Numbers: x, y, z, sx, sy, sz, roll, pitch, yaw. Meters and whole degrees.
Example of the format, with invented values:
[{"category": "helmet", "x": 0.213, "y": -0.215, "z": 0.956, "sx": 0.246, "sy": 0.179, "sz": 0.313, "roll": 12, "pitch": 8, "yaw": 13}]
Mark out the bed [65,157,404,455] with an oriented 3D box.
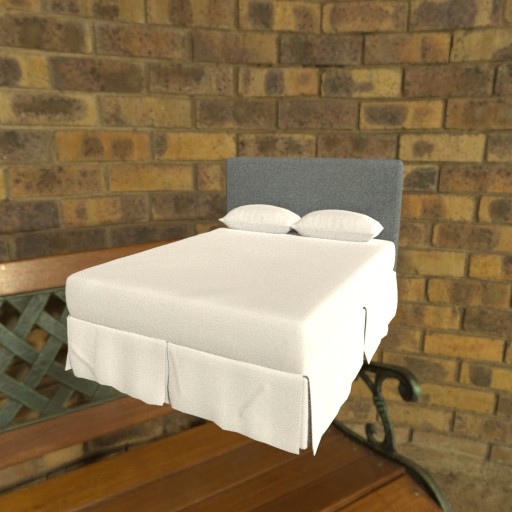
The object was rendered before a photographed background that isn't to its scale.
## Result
[{"category": "bed", "x": 0.000, "y": 0.000, "z": 3.191, "sx": 1.723, "sy": 1.330, "sz": 2.142, "roll": 7, "pitch": 16, "yaw": 27}]
